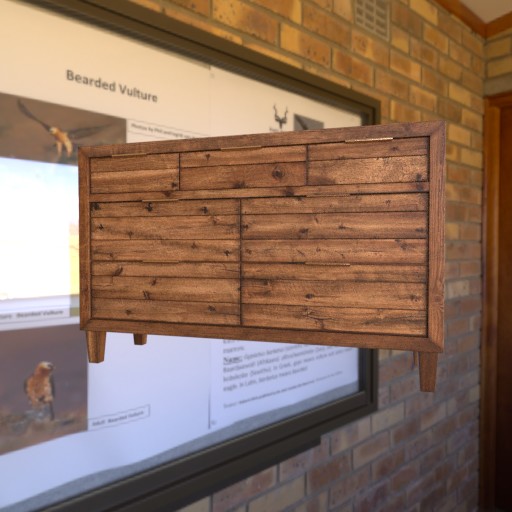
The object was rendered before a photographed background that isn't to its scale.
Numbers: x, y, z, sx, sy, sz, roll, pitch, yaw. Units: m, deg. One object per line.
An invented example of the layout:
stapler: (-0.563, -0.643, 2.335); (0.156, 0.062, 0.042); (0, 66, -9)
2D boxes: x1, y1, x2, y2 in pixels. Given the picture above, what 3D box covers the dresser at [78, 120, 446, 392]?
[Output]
dresser: (0.000, 0.000, 1.826); (1.387, 0.892, 0.438); (0, 1, 16)
